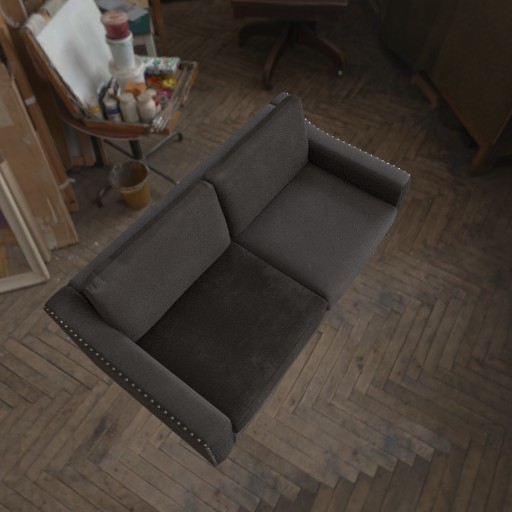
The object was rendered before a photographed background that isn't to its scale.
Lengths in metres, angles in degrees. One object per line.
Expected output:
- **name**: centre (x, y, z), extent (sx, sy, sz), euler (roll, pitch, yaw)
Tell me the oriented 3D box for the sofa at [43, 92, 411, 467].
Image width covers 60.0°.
- **sofa**: centre (0.000, 0.000, 3.337), extent (1.336, 1.196, 2.550), euler (32, 62, 19)
